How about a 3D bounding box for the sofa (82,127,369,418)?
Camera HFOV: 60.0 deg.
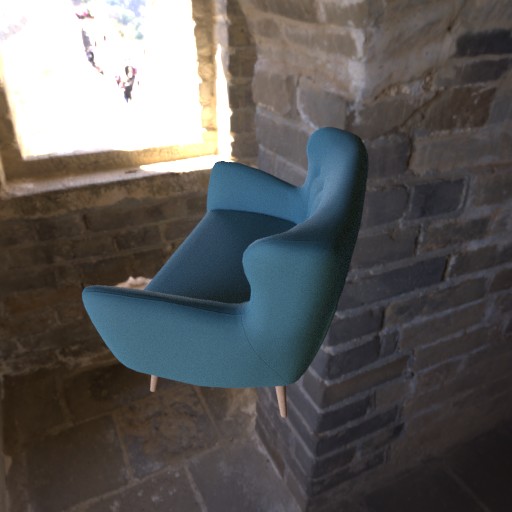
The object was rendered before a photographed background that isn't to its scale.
[{"bbox_3d":[0.000,0.000,2.023,0.889,0.889,1.397,8,32,13],"label":"sofa"}]
